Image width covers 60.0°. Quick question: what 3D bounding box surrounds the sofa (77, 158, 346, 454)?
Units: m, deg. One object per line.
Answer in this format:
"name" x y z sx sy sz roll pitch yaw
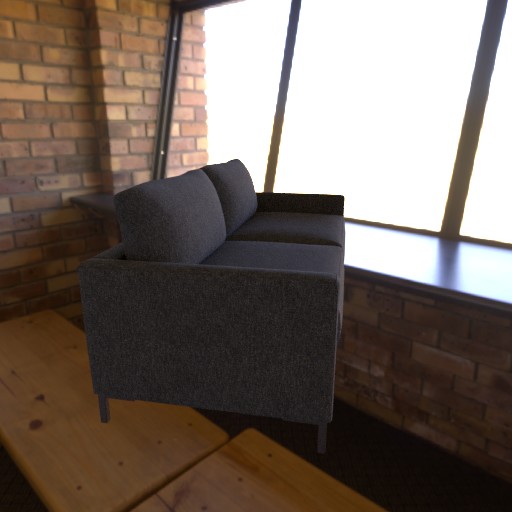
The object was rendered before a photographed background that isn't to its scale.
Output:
"sofa" 0.000 0.000 2.203 0.866 0.862 1.716 3 17 11
